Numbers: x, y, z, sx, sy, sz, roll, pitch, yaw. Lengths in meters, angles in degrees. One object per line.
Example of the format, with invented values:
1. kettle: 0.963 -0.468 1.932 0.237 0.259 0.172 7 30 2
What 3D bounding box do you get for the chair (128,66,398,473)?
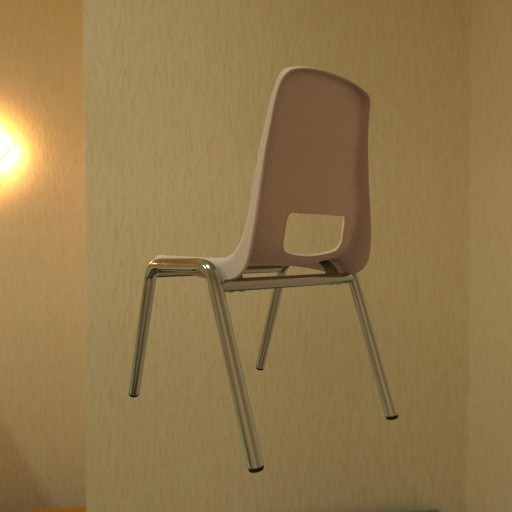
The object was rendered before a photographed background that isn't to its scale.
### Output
1. chair: 0.000 0.000 0.856 0.354 0.586 0.423 -1 1 -37
